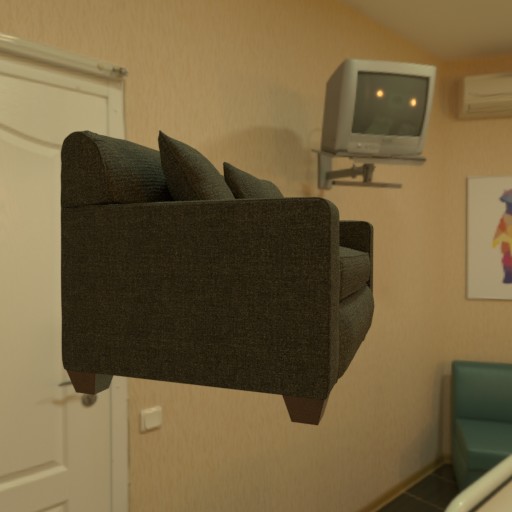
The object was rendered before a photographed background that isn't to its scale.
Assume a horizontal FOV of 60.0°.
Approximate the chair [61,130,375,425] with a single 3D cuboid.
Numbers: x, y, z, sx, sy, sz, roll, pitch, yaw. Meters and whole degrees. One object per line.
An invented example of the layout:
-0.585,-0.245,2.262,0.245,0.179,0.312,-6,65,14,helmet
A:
0.000,0.000,2.028,1.000,0.948,1.383,0,1,20,chair
